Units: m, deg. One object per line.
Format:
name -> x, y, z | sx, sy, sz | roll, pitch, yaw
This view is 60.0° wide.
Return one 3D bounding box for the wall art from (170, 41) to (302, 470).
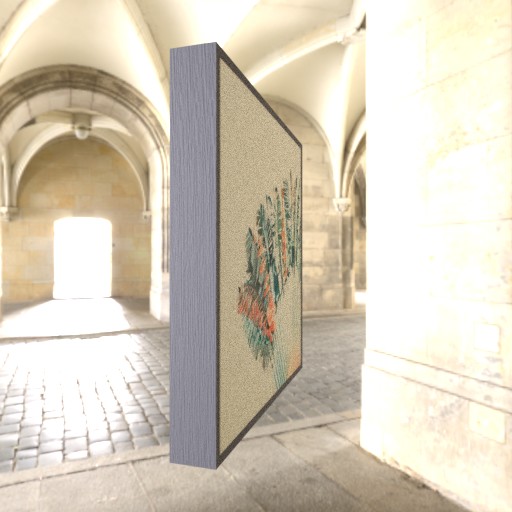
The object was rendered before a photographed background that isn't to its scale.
wall art -> 0.000, 0.000, 0.460 | 0.036, 0.300, 0.302 | 0, 0, 17
